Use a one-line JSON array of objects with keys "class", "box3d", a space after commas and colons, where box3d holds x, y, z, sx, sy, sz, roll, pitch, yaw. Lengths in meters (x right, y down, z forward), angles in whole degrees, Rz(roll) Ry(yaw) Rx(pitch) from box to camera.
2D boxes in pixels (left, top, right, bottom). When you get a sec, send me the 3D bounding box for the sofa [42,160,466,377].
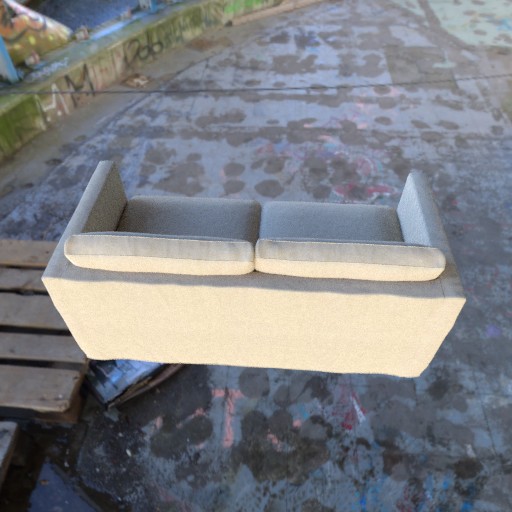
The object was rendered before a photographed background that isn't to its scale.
[{"class": "sofa", "box3d": [0.000, 0.000, 2.510, 1.959, 0.835, 0.962, 3, 48, 2]}]
